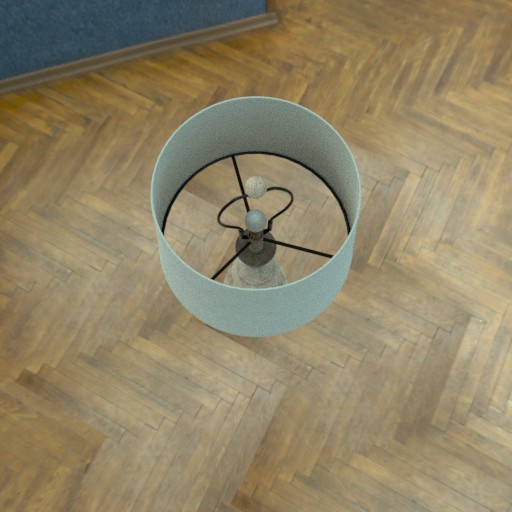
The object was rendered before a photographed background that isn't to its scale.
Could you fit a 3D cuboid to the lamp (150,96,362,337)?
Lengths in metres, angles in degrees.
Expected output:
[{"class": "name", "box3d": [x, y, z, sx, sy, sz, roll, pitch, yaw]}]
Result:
[{"class": "lamp", "box3d": [0.000, 0.000, 0.885, 0.340, 0.678, 0.340, 0, 74, 0]}]
